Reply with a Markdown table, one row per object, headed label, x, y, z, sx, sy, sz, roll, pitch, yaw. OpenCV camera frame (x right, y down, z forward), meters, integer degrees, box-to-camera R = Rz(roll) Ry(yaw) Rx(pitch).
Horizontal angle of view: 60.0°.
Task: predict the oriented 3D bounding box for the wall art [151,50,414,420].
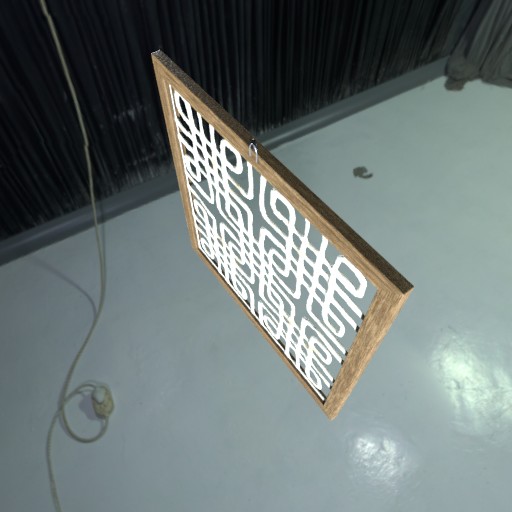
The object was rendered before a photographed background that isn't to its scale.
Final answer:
| label | x | y | z | sx | sy | sz | roll | pitch | yaw |
| --- | --- | --- | --- | --- | --- | --- | --- | --- | --- |
| wall art | 0.000 | 0.000 | 0.832 | 0.021 | 0.582 | 0.561 | -32 | 62 | -19 |
